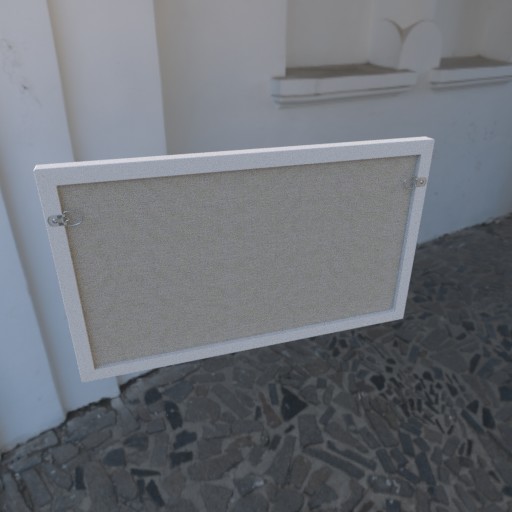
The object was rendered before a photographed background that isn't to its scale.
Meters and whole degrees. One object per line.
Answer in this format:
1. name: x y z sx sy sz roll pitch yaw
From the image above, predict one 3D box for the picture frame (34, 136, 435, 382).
1. picture frame: 0.000 0.000 0.791 0.647 0.379 0.044 -8 28 -16
